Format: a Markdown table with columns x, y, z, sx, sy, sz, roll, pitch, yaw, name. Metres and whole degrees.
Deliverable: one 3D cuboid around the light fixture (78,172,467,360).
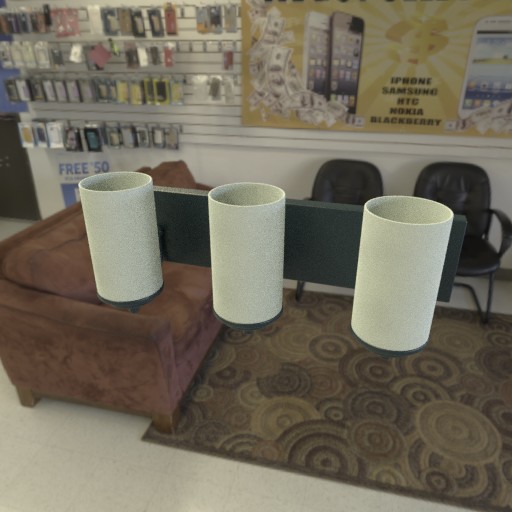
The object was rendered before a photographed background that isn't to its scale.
| x | y | z | sx | sy | sz | roll | pitch | yaw | name |
| --- | --- | --- | --- | --- | --- | --- | --- | --- | --- |
| 0.000 | 0.000 | 0.520 | 0.451 | 0.172 | 0.145 | 8 | 27 | 15 | light fixture |
